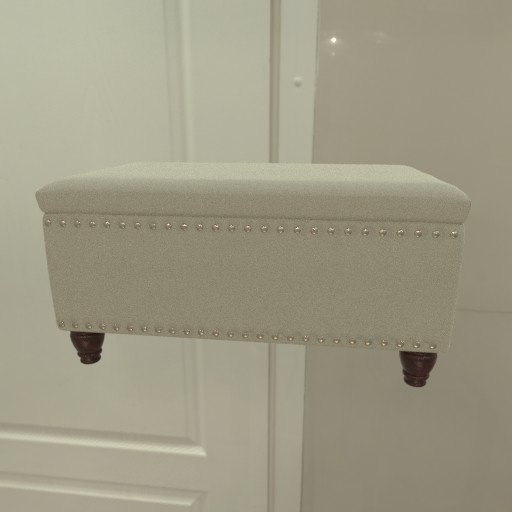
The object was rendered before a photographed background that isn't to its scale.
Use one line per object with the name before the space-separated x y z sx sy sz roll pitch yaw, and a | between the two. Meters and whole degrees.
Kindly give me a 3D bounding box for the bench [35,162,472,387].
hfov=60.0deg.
bench | 0.000 0.000 1.172 0.887 0.449 0.500 2 17 7
